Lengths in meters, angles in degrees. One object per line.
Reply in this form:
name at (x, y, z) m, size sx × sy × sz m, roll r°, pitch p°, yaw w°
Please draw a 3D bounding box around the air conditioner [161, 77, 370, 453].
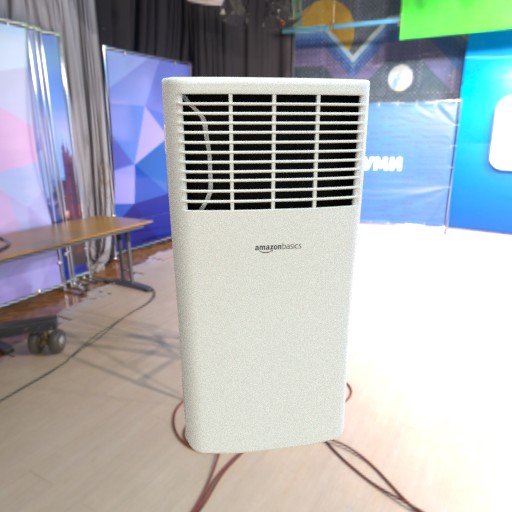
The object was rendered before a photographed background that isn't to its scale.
air conditioner at (0.000, 0.000, 0.811) m, size 0.304 × 0.606 × 0.349 m, roll -3°, pitch 17°, yaw -8°
